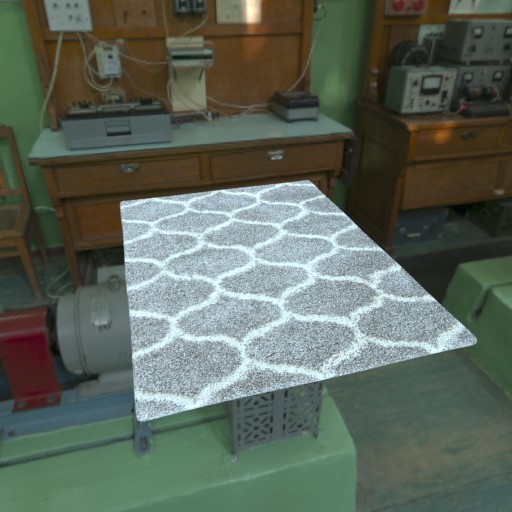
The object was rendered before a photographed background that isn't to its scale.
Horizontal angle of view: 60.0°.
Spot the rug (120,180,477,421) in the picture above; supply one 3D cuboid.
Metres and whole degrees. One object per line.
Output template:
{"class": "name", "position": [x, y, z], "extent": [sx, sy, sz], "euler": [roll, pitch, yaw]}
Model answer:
{"class": "rug", "position": [0.000, 0.000, 2.099], "extent": [1.200, 0.025, 1.600], "euler": [-9, 32, -14]}
